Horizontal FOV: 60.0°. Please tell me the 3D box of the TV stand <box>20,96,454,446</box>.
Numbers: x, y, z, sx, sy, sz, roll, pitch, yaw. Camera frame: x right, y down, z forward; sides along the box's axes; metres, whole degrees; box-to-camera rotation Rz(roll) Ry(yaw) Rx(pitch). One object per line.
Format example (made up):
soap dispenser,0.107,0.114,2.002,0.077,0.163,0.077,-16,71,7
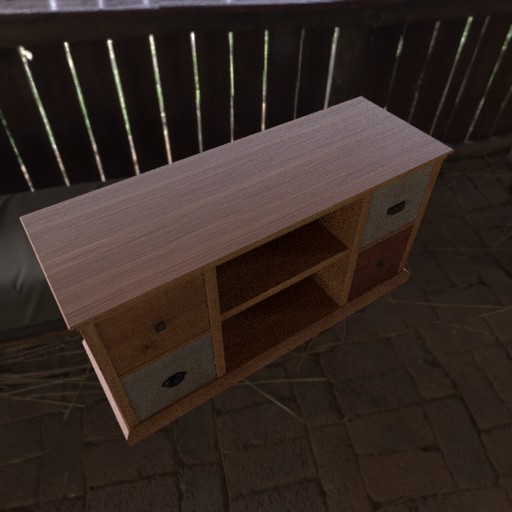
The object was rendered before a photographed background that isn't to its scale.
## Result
TV stand,0.000,0.000,1.454,1.181,0.607,0.417,-26,52,-22
